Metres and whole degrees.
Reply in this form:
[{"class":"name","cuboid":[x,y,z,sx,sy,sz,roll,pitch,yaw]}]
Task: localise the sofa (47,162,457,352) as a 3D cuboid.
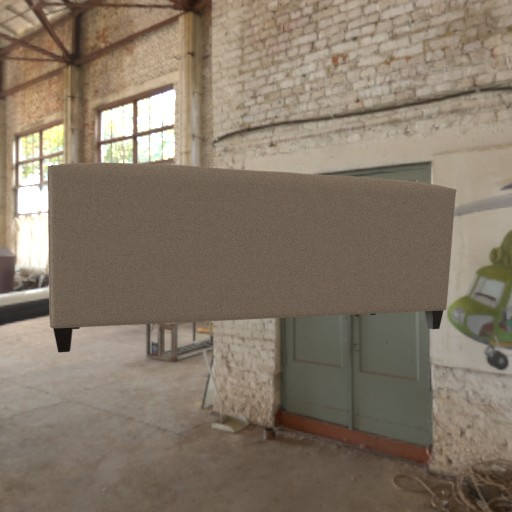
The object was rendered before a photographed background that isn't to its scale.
[{"class":"sofa","cuboid":[0.000,0.000,2.725,2.235,0.901,0.914,0,0,-18]}]
